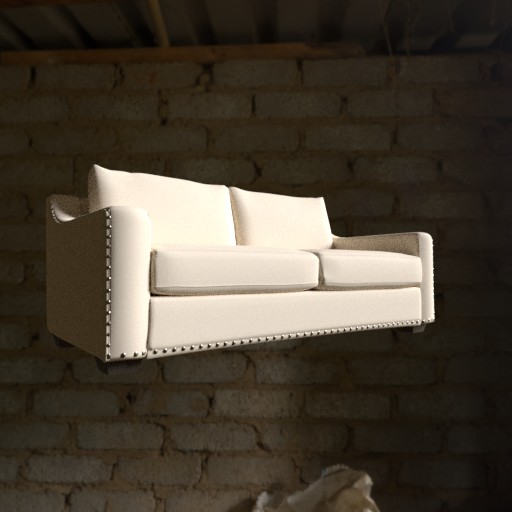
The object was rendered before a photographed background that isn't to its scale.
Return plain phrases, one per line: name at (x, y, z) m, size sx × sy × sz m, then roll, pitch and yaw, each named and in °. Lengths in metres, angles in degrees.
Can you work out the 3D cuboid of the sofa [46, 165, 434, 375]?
sofa at (0.000, 0.000, 2.274) m, size 1.812 × 0.830 × 0.949 m, roll 1°, pitch -2°, yaw -36°
